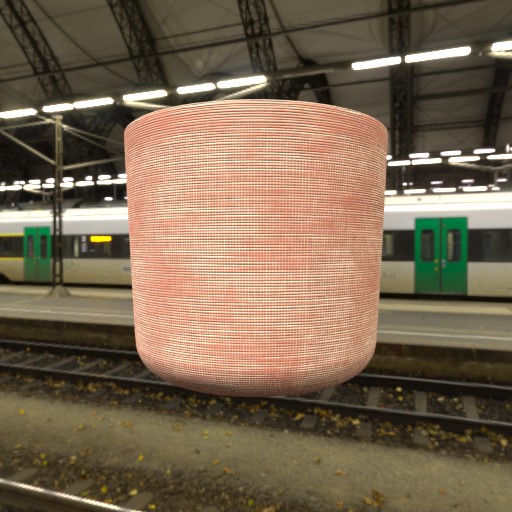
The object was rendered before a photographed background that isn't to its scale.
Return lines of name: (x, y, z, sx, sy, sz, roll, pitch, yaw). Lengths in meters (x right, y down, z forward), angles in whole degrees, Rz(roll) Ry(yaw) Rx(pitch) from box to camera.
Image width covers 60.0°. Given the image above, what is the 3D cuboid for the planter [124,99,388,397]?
planter: (0.000, 0.000, 0.775, 0.440, 0.398, 0.440, 0, 1, 0)
